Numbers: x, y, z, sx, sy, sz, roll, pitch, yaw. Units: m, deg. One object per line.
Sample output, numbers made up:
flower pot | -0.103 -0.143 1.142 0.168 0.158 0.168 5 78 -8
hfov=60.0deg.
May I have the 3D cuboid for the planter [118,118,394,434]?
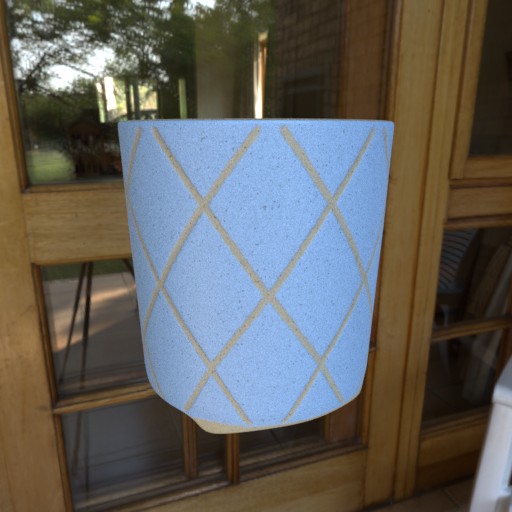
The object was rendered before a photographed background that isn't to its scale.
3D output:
planter | 0.000 0.000 0.345 0.191 0.200 0.191 0 16 0
